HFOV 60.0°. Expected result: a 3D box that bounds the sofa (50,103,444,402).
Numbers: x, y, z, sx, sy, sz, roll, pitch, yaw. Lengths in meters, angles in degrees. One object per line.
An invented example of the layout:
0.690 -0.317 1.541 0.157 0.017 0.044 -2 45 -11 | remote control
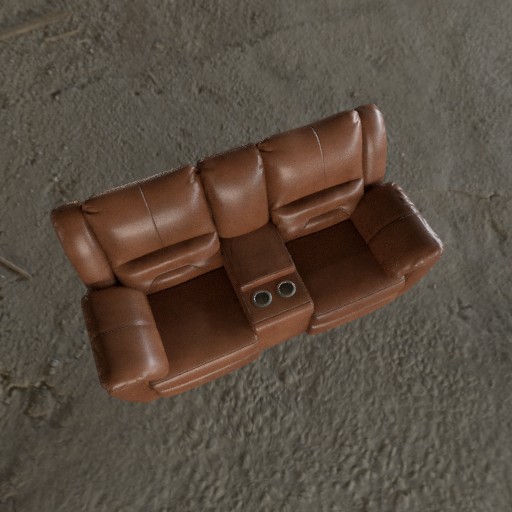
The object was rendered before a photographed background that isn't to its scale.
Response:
0.000 0.000 2.661 2.058 1.043 0.991 -21 65 -10 | sofa
